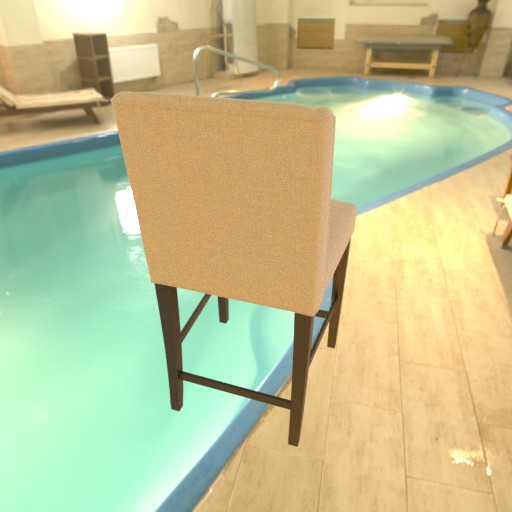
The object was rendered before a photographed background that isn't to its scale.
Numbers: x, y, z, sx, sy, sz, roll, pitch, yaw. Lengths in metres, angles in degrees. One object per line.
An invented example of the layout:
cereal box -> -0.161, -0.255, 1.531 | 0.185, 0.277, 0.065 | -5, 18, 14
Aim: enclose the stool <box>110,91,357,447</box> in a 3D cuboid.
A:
stool -> 0.000, 0.000, 1.237 | 0.474, 0.939, 0.509 | 10, 32, 16
